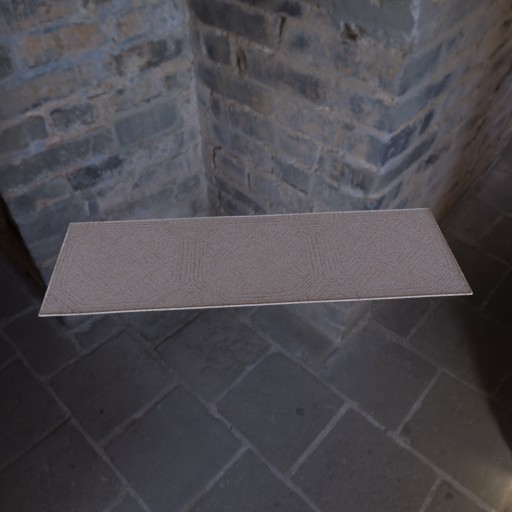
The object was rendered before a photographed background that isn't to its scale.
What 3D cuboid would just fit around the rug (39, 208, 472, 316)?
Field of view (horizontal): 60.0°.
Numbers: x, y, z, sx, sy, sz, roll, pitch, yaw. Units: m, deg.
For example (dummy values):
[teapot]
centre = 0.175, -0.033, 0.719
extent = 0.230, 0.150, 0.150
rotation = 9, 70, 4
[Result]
[rug]
centre = 0.000, 0.000, 2.761
extent = 2.452, 0.012, 0.775
rotation = -3, 46, -3
